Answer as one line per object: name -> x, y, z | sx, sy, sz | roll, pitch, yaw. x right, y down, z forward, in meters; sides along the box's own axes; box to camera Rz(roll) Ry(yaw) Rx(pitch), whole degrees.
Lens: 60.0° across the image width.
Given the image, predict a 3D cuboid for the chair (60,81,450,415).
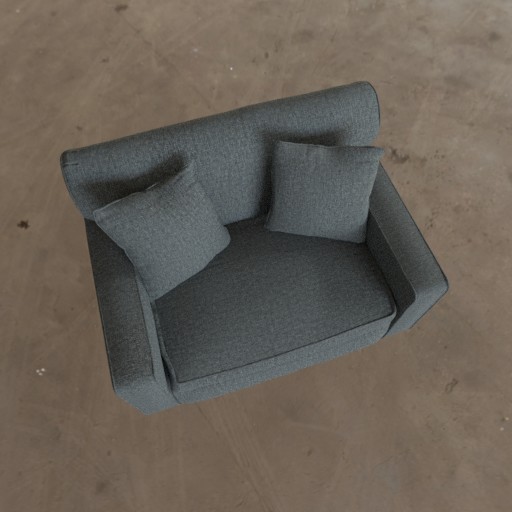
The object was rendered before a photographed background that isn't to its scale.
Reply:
chair -> 0.000, 0.000, 2.037 | 1.383, 0.948, 1.000 | -16, 64, -8
